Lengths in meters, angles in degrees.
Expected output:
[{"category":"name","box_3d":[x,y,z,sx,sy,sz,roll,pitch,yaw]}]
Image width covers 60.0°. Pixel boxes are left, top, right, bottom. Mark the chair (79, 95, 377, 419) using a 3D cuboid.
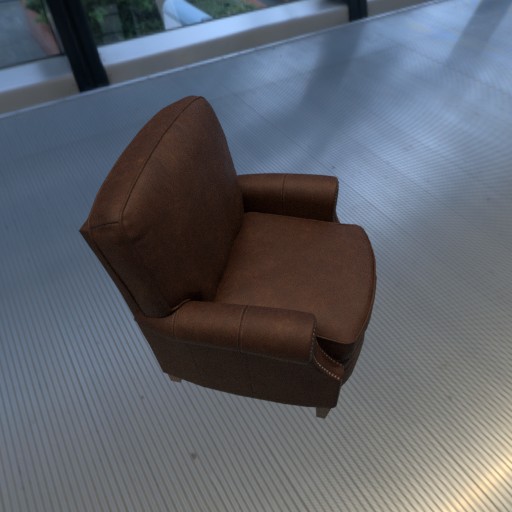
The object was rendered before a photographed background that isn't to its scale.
[{"category":"chair","box_3d":[0.000,0.000,1.778,0.986,1.018,0.936,9,47,9]}]
